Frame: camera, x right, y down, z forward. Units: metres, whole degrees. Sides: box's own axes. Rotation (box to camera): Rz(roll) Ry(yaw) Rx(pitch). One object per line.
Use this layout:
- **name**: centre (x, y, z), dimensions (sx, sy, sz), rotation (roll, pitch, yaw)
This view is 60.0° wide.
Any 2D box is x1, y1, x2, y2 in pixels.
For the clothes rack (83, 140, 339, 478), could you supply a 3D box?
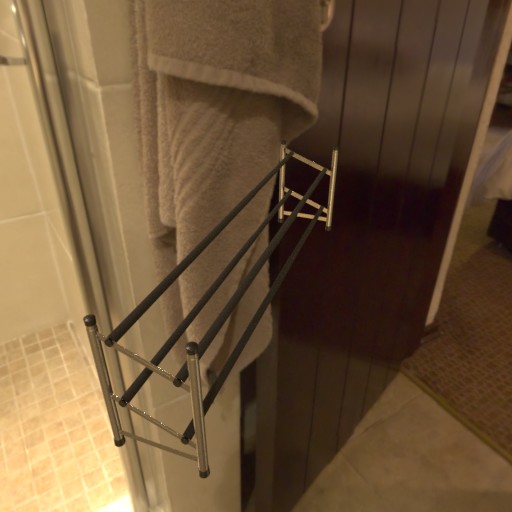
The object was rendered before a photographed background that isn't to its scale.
- **clothes rack**: centre (0.000, 0.000, 1.307), dimensions (0.229, 0.349, 1.168), rotation (11, 33, 18)
